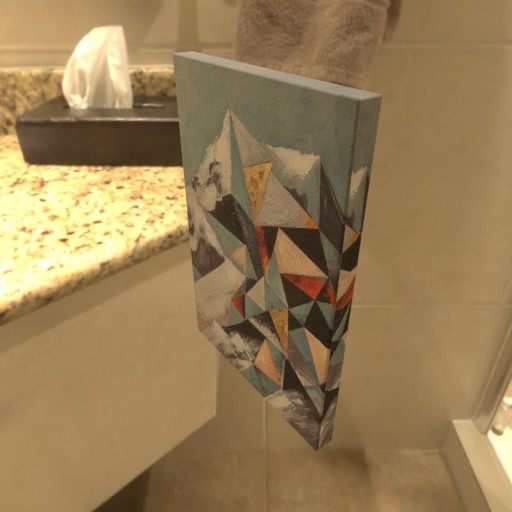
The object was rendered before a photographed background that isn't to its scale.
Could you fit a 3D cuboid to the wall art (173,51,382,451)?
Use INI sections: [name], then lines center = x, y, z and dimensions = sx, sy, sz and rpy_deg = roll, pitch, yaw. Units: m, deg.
[wall art]
center = 0.000, 0.000, 1.158
dimensions = 0.061, 0.911, 0.609
rpy_deg = -22, 39, -31
